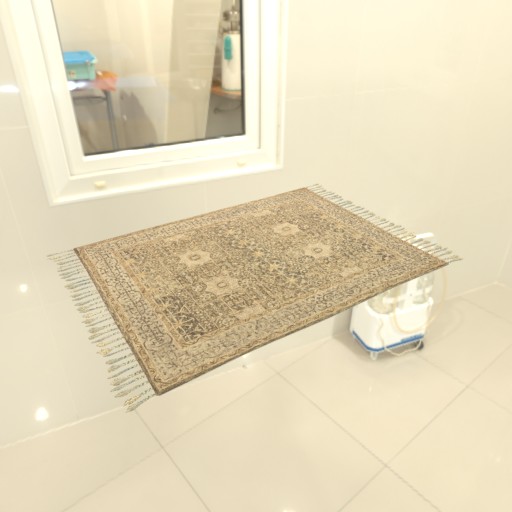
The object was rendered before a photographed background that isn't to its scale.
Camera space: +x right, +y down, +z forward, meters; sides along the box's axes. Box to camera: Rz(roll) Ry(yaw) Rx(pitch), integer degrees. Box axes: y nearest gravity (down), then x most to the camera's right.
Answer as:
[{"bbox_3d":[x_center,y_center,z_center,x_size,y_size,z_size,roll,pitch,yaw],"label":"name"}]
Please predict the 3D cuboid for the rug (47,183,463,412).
[{"bbox_3d":[0.000,0.000,3.093,2.465,0.023,1.619,-19,36,-28],"label":"rug"}]
